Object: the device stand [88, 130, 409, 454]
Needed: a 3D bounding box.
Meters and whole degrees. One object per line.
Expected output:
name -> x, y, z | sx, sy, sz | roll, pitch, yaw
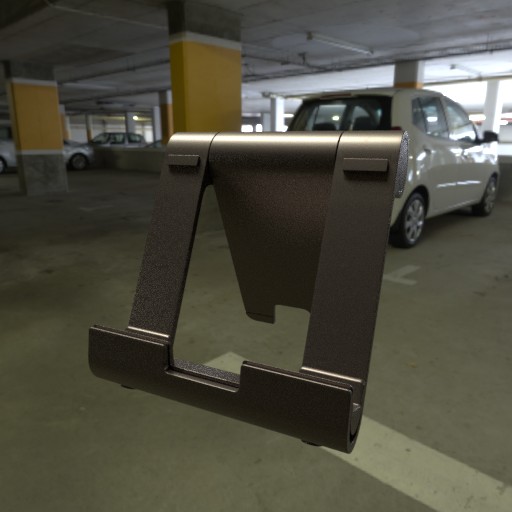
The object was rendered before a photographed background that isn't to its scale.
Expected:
device stand -> 0.000, 0.000, 0.154 | 0.088, 0.084, 0.079 | 7, 16, 25
